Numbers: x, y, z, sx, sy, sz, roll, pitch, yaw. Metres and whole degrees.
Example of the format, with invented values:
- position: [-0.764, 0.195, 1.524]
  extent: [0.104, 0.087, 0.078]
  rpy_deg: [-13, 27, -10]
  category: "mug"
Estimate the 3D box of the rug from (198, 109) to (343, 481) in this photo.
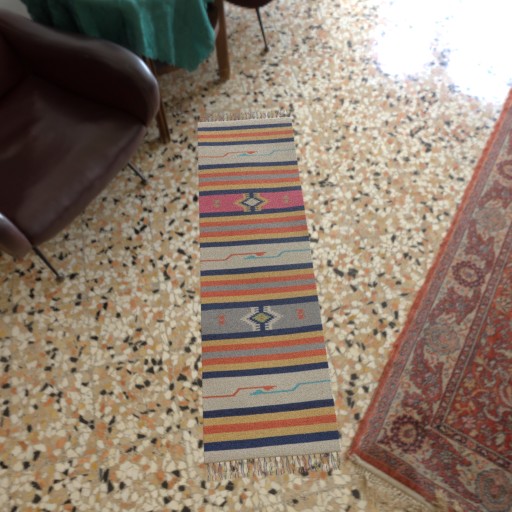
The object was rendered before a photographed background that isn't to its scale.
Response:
- position: [0.000, 0.000, 2.755]
  extent: [0.695, 0.017, 2.455]
  rpy_deg: [-4, 62, -2]
  category: "rug"
